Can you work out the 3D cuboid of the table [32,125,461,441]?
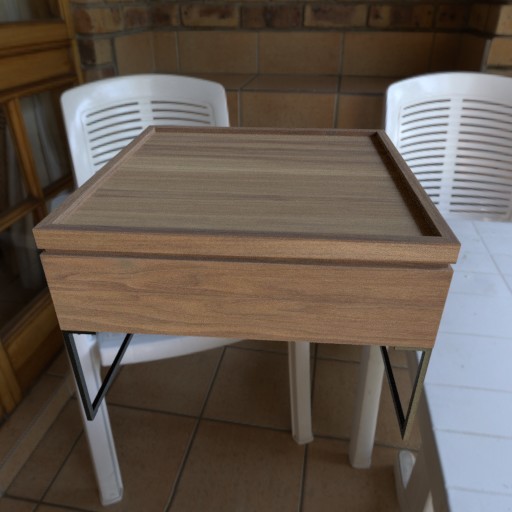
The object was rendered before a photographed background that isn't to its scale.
[{"bbox_3d":[0.000,0.000,1.102,0.679,0.464,0.676,2,30,4],"label":"table"}]
